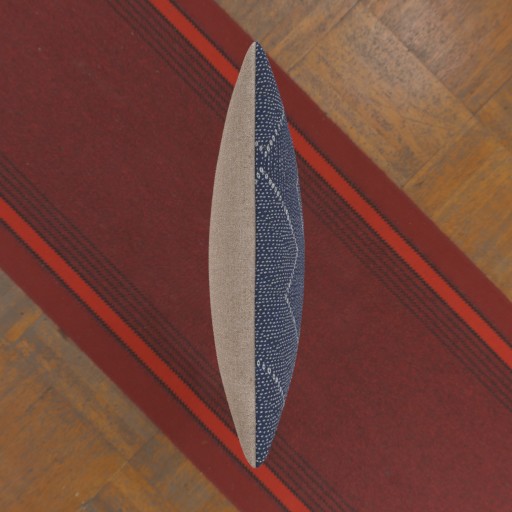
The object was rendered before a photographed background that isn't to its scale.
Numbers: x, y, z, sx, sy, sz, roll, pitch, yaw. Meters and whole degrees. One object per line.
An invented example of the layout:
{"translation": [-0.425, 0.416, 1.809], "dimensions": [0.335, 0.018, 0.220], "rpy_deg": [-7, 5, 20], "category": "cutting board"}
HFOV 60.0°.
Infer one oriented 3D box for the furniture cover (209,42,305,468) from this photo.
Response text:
{"translation": [0.000, 0.000, 0.768], "dimensions": [0.162, 0.503, 0.511], "rpy_deg": [0, 89, 0], "category": "furniture cover"}
